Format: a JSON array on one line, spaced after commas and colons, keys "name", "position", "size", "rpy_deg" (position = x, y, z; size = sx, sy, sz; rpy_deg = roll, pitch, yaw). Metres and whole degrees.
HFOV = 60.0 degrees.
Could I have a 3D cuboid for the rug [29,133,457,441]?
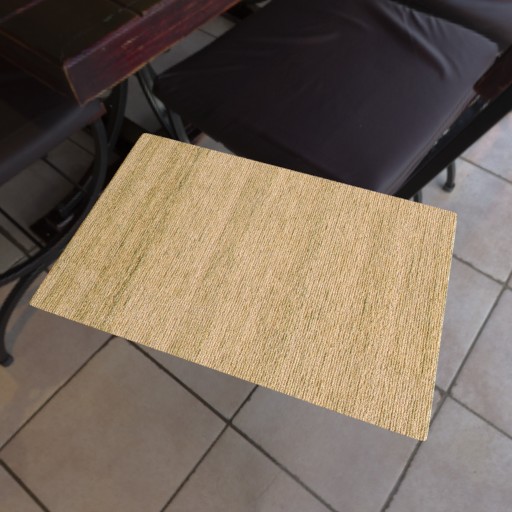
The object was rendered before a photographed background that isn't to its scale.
[{"name": "rug", "position": [0.000, 0.000, 2.104], "size": [1.758, 0.010, 1.143], "rpy_deg": [16, 60, 10]}]
